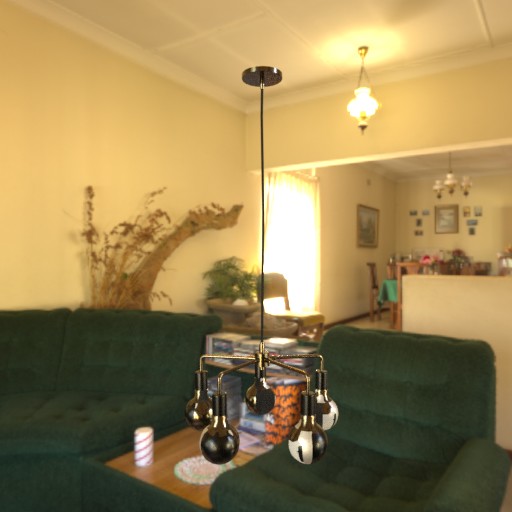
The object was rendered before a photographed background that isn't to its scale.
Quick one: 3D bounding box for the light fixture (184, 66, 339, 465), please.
[{"bbox_3d":[0.000,0.000,1.212,0.421,0.988,0.438,0,0,17],"label":"light fixture"}]
